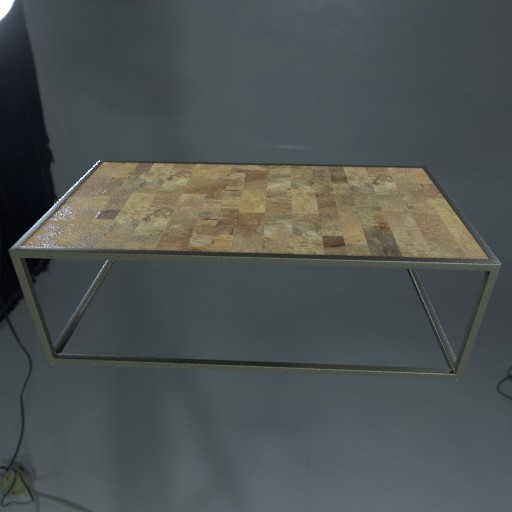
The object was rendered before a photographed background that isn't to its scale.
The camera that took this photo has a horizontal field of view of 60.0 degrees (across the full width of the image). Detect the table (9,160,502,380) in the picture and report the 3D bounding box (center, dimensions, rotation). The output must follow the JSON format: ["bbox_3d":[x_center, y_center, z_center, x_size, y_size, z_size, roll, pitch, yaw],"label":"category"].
[{"bbox_3d":[0.000,0.000,1.454,1.199,0.398,0.649,2,32,3],"label":"table"}]
